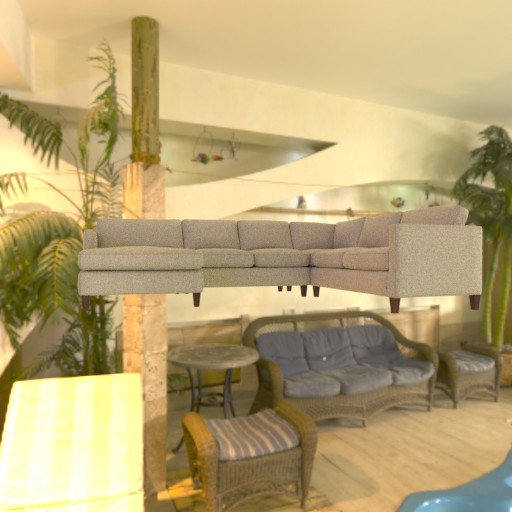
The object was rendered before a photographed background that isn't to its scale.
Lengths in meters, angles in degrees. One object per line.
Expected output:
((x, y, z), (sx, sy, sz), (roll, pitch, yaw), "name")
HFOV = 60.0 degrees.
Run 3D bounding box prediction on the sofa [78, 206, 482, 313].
((0.000, 0.000, 4.625), (3.460, 0.959, 2.593), (0, 0, -17), "sofa")
